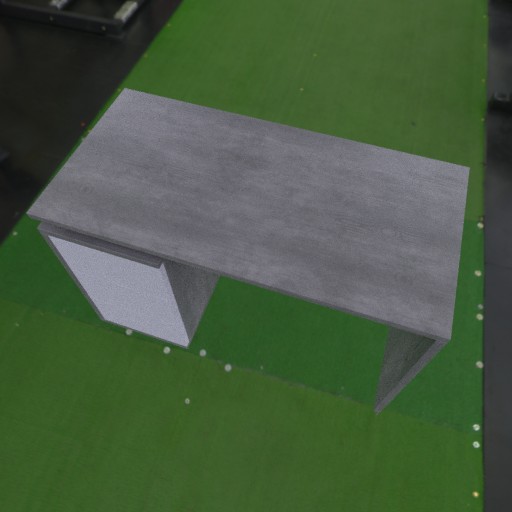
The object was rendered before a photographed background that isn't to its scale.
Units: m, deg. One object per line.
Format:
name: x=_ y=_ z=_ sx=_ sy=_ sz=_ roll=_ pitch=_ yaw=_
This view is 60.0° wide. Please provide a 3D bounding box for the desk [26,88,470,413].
desk: x=0.000 y=0.000 z=1.641 sx=1.200 sy=0.740 sz=0.600 roll=16 pitch=59 yaw=10
